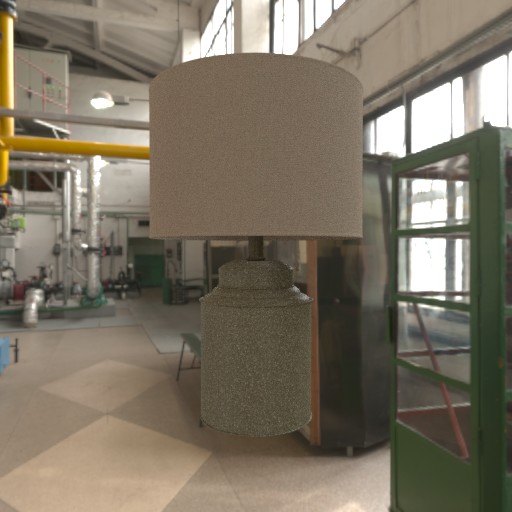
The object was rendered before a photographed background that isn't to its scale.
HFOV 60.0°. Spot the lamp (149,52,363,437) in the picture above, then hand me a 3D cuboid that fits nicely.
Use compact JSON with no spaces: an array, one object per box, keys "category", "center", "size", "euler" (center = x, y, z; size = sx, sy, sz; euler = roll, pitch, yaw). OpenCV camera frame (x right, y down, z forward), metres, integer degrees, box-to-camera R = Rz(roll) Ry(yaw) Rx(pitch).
[{"category":"lamp","center":[0.000,0.000,0.680],"size":[0.318,0.486,0.318],"euler":[0,1,0]}]
